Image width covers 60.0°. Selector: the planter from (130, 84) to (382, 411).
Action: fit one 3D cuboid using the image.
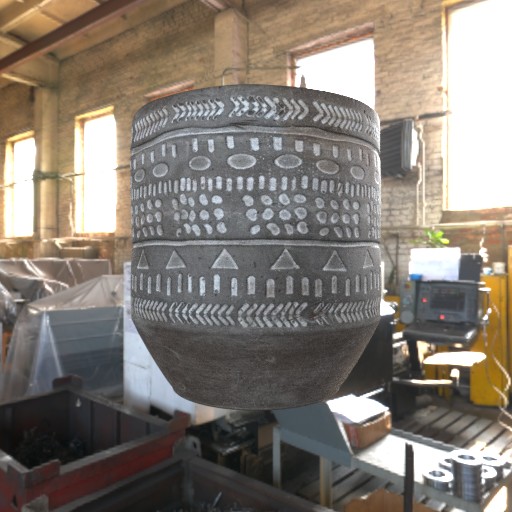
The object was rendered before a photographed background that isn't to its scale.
[{"bbox_3d":[0.000,0.000,0.223,0.122,0.128,0.122,0,0,0],"label":"planter"}]
